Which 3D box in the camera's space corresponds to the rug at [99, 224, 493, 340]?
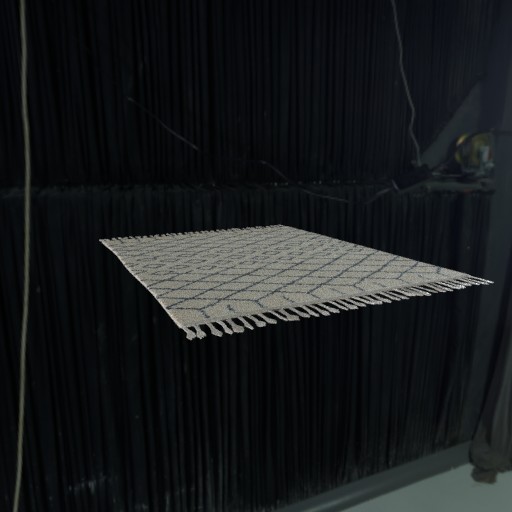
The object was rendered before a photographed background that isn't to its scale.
[{"bbox_3d":[0.000,0.000,4.190,2.388,0.030,3.213,-6,14,-26],"label":"rug"}]
